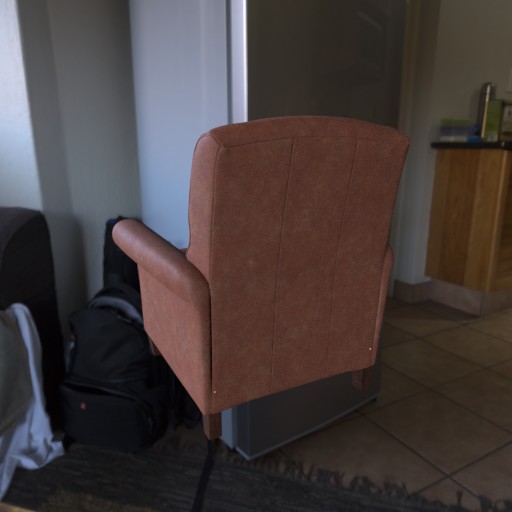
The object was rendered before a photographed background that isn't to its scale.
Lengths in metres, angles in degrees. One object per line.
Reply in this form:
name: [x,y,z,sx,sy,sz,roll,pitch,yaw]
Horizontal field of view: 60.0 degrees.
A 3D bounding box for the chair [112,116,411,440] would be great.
chair: [0.000,0.000,1.822,0.978,1.061,0.902,-8,16,-27]
